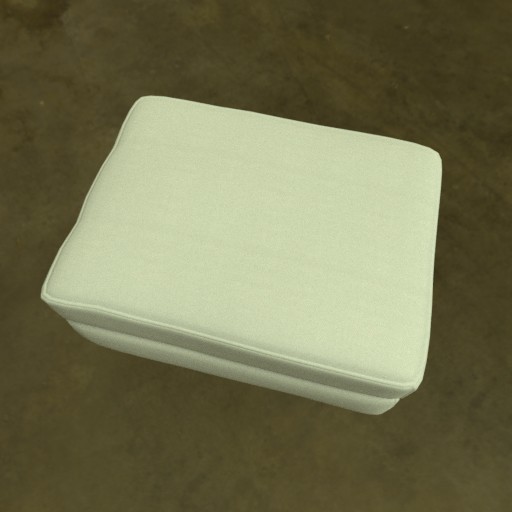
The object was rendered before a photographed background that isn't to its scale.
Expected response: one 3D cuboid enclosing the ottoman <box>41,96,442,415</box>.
[{"bbox_3d":[0.000,0.000,1.187,0.818,0.496,0.634,13,64,6],"label":"ottoman"}]
